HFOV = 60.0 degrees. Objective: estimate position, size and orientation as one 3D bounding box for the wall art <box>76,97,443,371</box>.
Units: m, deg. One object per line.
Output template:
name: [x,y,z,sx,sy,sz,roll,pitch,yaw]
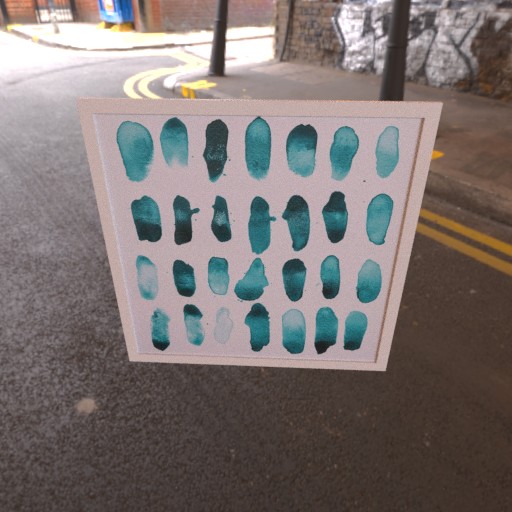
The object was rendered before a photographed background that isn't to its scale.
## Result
wall art: [0.000,0.000,1.197,0.812,0.813,0.013,2,32,3]
